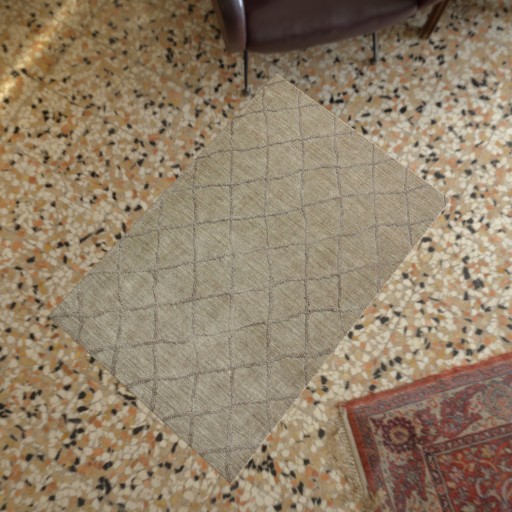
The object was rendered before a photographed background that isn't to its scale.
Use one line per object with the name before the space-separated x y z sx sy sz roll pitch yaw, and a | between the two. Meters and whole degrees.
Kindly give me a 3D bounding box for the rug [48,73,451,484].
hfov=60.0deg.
rug | 0.000 0.000 2.893 1.521 0.015 2.280 39 79 9
